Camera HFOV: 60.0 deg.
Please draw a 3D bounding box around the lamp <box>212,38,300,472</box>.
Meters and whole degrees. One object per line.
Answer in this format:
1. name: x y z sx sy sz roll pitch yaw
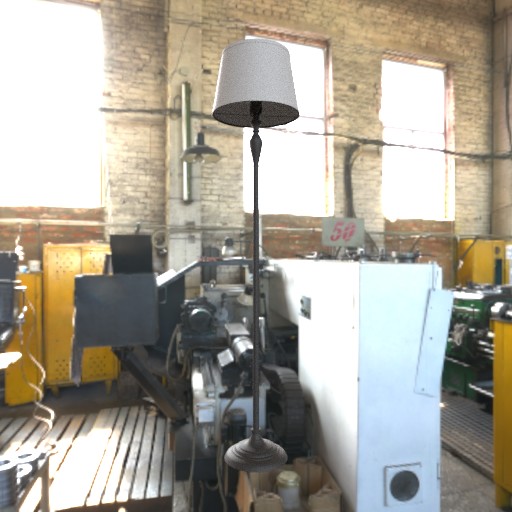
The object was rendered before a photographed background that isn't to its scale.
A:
1. lamp: 0.000 0.000 1.660 0.327 1.506 0.327 0 0 37
